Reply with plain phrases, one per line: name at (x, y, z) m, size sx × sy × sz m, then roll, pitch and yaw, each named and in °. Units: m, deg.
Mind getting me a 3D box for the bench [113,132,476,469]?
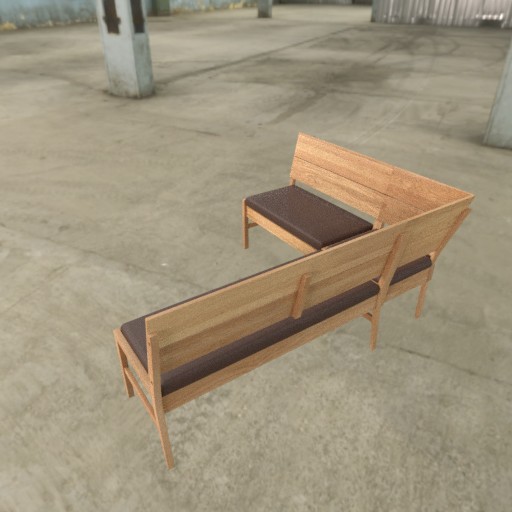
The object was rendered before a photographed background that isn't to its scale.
bench at (0.000, 0.000, 2.772) m, size 1.975 × 0.890 × 1.549 m, roll -20°, pitch 36°, yaw -30°
